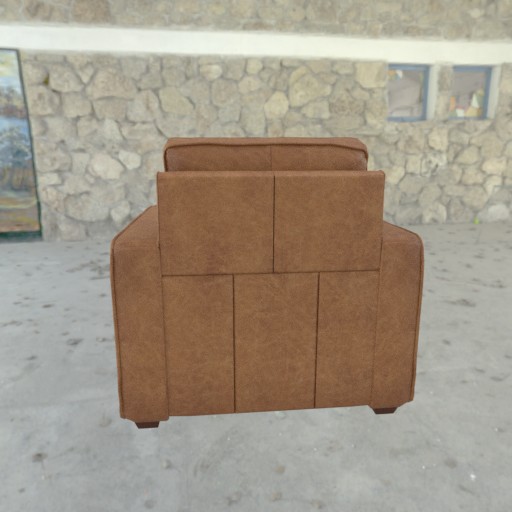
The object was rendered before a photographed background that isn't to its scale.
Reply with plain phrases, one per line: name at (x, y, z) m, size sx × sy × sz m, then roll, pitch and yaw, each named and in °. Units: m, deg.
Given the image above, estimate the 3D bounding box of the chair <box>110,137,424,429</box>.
chair at (0.000, 0.000, 1.776) m, size 0.987 × 0.901 × 1.027 m, roll -2°, pitch 13°, yaw -9°
